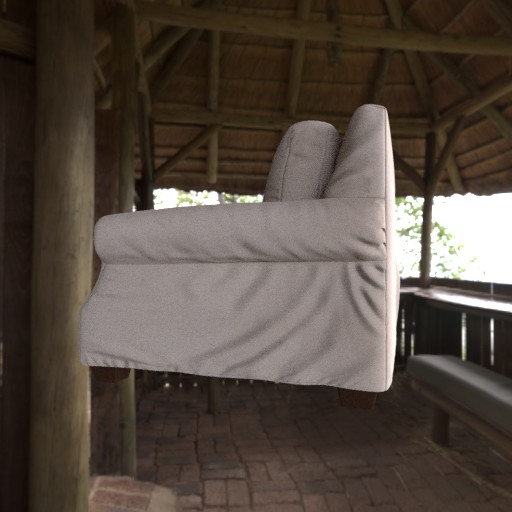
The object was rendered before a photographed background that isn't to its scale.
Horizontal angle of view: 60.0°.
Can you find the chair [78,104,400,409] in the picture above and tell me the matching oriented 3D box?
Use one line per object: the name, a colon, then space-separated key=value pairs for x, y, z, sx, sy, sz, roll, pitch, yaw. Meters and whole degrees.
chair: x=0.000 y=0.000 z=1.737 sx=1.066 sy=0.866 sz=0.940 roll=0 pitch=-1 yaw=19
